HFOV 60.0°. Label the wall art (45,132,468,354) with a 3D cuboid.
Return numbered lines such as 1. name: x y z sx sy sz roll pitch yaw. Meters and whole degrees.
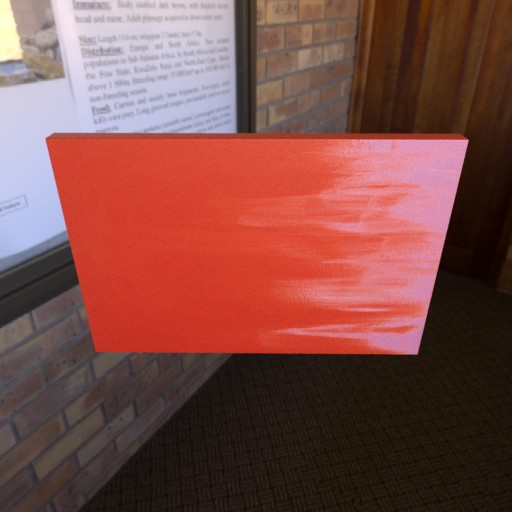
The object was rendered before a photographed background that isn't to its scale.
1. wall art: 0.000 0.000 0.749 0.607 0.405 0.033 0 30 1
